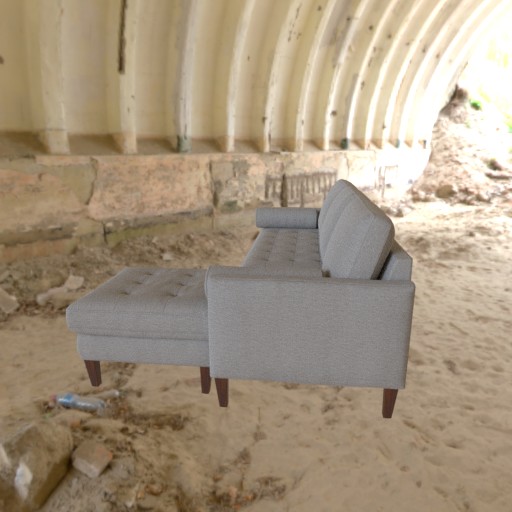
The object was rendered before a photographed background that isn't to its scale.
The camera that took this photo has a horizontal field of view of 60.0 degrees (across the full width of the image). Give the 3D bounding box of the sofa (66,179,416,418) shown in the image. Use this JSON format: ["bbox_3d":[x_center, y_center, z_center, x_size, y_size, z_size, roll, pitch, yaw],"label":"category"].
[{"bbox_3d":[0.000,0.000,2.876,1.506,0.875,2.178,2,14,7],"label":"sofa"}]
